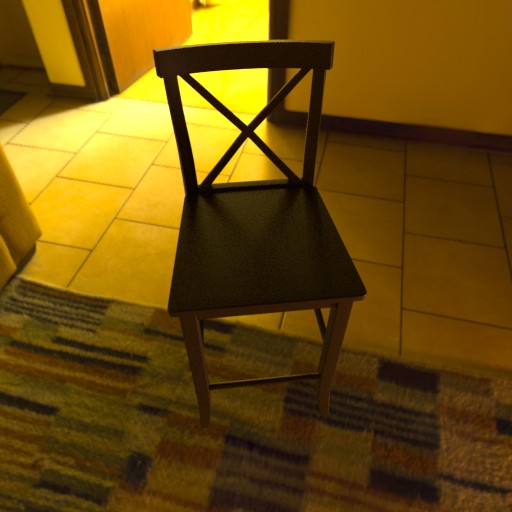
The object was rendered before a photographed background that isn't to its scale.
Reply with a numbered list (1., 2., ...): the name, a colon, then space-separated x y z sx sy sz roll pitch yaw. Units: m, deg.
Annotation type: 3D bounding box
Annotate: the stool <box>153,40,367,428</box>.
1. stool: 0.000 0.000 1.272 0.452 0.989 0.559 -5 47 -4
